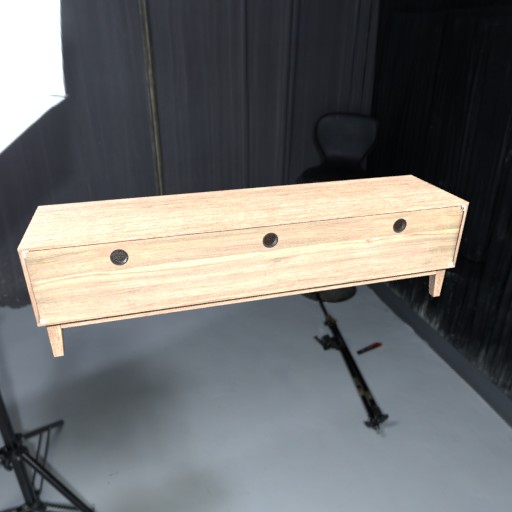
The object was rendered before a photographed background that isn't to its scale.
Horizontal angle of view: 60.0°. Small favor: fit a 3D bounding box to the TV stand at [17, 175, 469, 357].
[{"bbox_3d":[0.000,0.000,1.661,1.482,0.409,0.366,-7,27,-14],"label":"TV stand"}]
